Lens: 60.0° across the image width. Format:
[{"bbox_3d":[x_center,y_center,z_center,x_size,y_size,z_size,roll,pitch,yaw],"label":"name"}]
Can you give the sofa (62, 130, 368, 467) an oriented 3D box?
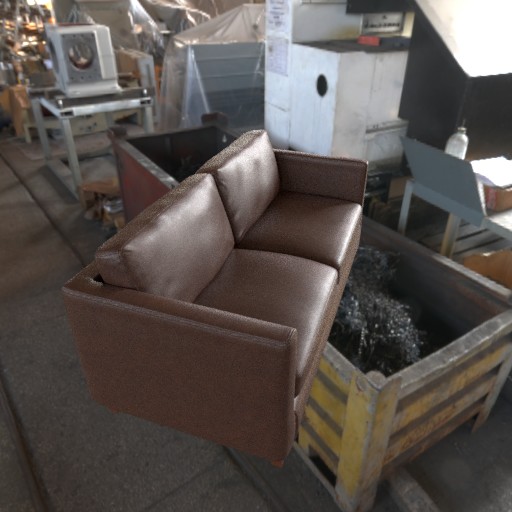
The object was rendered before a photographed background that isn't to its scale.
[{"bbox_3d":[0.000,0.000,2.440,0.951,0.933,1.883,11,33,17],"label":"sofa"}]
